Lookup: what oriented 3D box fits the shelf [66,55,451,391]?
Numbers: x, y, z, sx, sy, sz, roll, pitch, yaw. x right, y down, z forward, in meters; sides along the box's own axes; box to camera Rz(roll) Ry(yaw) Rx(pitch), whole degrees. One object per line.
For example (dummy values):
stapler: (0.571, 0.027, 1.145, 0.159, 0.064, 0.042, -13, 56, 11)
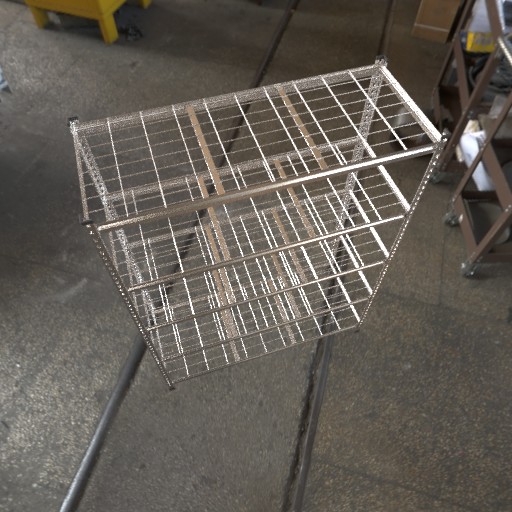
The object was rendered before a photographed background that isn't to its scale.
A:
shelf: (0.000, 0.000, 2.701, 1.524, 1.981, 0.610, -15, 58, -10)
